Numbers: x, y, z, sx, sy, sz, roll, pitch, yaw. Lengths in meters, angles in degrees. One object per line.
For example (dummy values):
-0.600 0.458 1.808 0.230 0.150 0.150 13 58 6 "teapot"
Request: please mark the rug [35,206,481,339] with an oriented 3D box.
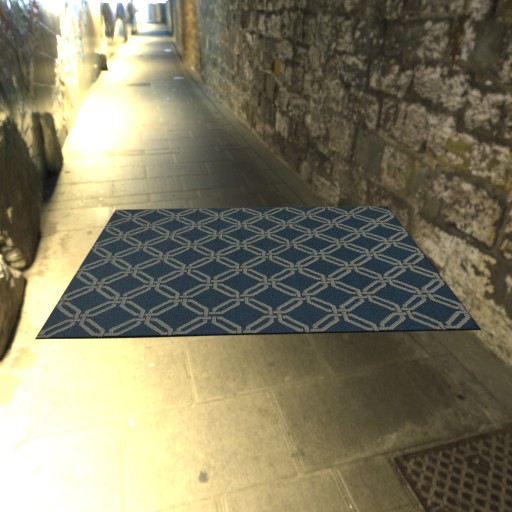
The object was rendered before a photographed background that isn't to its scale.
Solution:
0.000 0.000 4.377 3.342 0.018 2.432 -1 29 -2 "rug"
